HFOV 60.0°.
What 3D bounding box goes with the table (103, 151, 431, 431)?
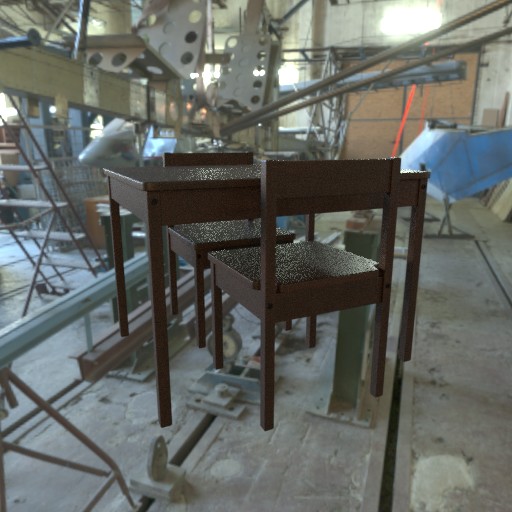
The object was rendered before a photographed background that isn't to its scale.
[{"bbox_3d":[0.000,0.000,1.126,0.650,0.503,0.672,-7,16,-25],"label":"table"}]
